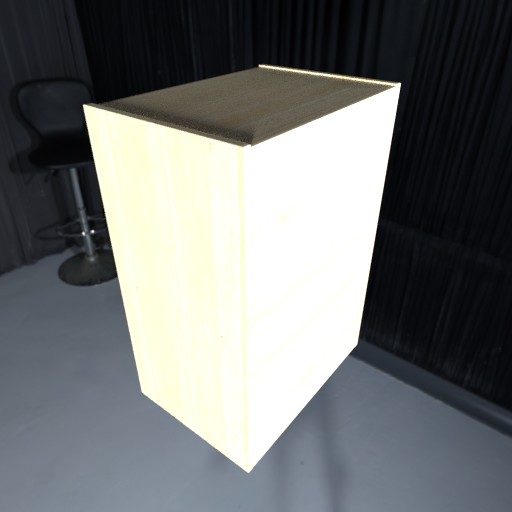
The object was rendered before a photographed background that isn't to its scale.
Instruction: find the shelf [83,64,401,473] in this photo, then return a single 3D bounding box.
[{"bbox_3d":[0.000,0.000,0.836,0.290,0.592,0.414,23,39,31],"label":"shelf"}]
